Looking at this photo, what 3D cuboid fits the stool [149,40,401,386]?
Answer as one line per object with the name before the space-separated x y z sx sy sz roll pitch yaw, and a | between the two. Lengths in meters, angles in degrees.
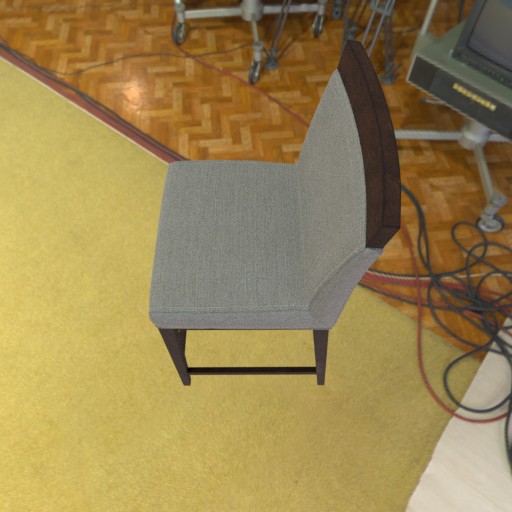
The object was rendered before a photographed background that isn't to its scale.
stool | 0.000 0.000 1.279 0.531 1.009 0.512 0 59 0
